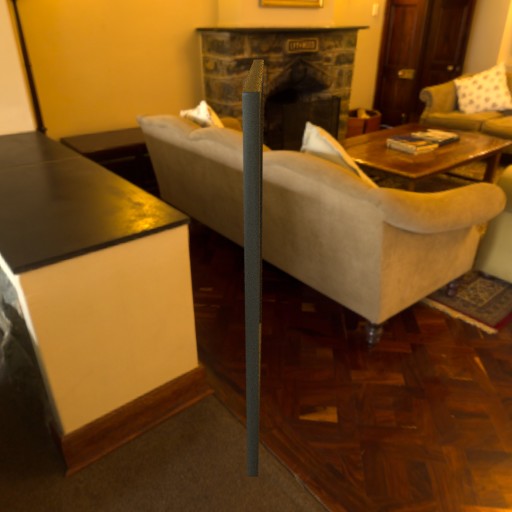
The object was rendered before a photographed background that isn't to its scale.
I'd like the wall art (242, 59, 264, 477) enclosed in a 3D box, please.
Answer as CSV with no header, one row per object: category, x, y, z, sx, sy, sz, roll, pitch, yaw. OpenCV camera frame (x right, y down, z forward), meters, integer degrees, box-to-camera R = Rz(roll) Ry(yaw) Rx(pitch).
wall art,0.000,0.000,0.558,0.013,0.431,0.303,1,28,1
